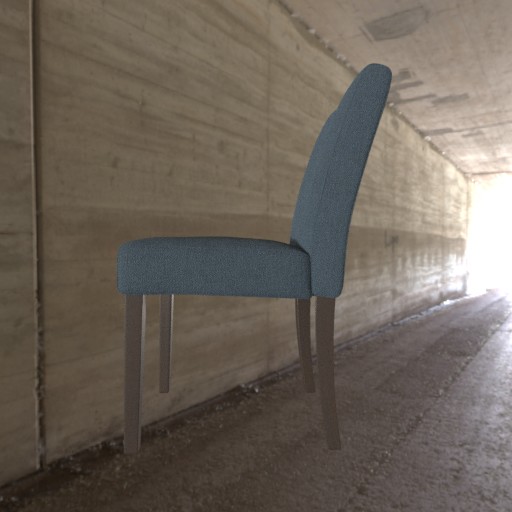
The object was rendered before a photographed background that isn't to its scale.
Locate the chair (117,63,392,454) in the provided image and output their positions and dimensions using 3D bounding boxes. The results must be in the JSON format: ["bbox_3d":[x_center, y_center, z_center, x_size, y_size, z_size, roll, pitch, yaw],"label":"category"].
[{"bbox_3d":[0.000,0.000,1.206,0.629,0.882,0.487,0,2,-1],"label":"chair"}]
